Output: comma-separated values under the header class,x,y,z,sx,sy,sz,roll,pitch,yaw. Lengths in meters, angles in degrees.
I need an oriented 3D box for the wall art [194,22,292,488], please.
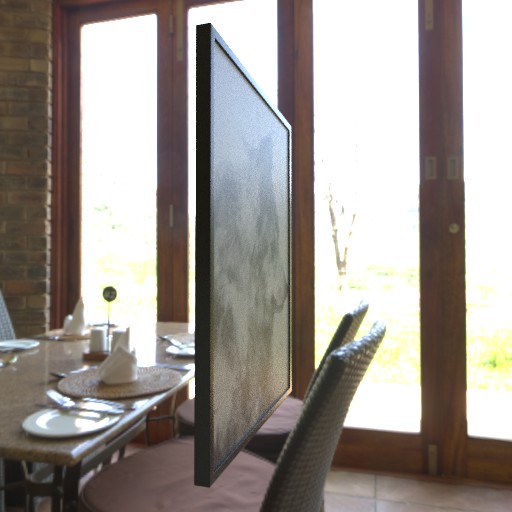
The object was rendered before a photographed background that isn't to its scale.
class,x,y,z,sx,sy,sz,roll,pitch,yaw
wall art,0.000,0.000,1.398,0.039,1.061,0.804,0,-1,18
